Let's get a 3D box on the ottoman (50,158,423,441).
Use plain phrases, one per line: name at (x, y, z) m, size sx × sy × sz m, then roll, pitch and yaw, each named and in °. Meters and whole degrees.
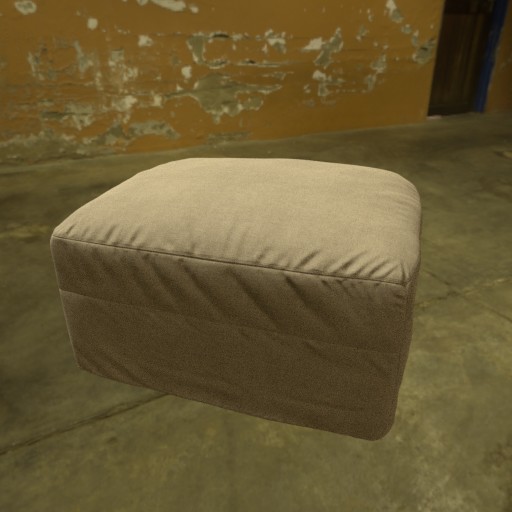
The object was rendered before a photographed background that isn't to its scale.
ottoman at (0.000, 0.000, 1.222) m, size 0.837 × 0.481 × 0.683 m, roll 8°, pitch 27°, yaw 17°
